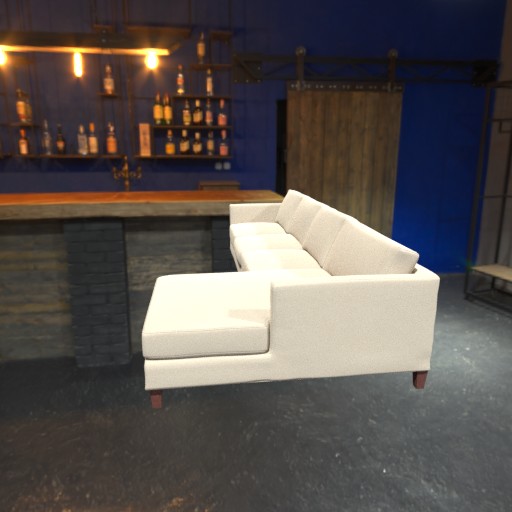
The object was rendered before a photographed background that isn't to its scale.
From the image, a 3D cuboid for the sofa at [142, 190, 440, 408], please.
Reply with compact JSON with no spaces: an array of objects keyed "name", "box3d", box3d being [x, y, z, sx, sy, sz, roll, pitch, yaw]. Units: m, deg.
[{"name":"sofa","box3d":[0.000,0.000,3.881,1.625,0.861,3.186,-2,14,-7]}]
